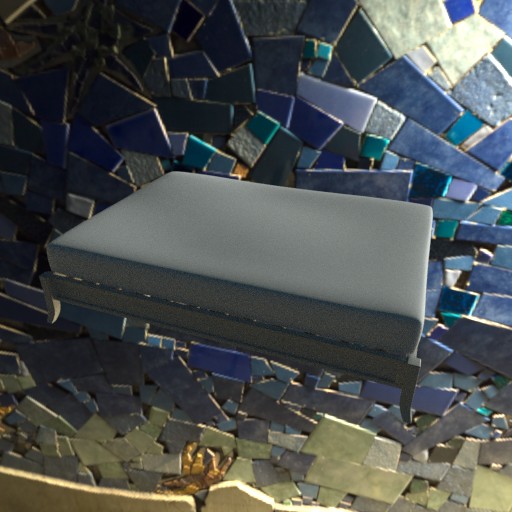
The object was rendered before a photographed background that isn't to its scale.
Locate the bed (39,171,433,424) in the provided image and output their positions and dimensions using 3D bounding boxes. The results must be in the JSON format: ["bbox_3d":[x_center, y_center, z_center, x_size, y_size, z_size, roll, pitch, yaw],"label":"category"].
[{"bbox_3d":[0.000,0.000,2.686,1.985,0.510,1.460,10,30,18],"label":"bed"}]
